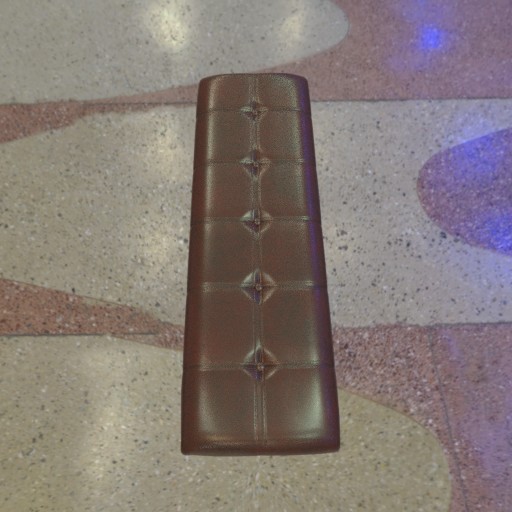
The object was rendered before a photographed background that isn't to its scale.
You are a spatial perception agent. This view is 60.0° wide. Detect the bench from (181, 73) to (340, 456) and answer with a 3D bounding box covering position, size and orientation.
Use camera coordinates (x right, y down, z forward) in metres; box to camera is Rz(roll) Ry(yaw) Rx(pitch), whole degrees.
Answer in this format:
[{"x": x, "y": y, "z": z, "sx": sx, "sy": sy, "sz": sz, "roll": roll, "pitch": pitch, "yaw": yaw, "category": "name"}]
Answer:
[{"x": 0.000, "y": 0.000, "z": 1.519, "sx": 0.401, "sy": 0.491, "sz": 1.259, "roll": -1, "pitch": 64, "yaw": 0, "category": "bench"}]
